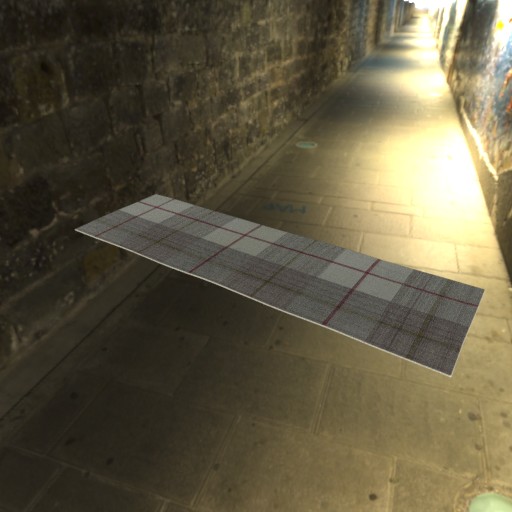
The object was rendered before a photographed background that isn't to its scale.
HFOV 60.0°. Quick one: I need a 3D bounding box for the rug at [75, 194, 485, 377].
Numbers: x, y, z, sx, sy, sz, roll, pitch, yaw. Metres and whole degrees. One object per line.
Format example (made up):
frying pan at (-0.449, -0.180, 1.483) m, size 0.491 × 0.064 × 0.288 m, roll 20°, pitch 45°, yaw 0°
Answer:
rug at (0.000, 0.000, 2.683) m, size 2.439 × 0.013 × 0.762 m, roll 18°, pitch 35°, yaw 29°
